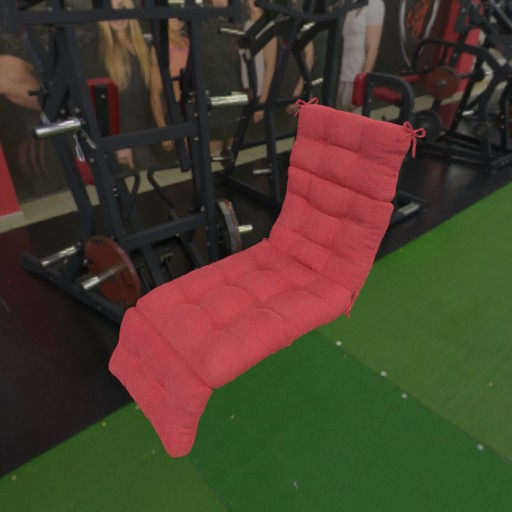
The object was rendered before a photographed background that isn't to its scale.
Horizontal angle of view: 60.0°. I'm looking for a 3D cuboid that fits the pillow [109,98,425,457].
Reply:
[{"bbox_3d":[0.000,0.000,1.525,1.016,0.863,0.526,-23,38,-32],"label":"pillow"}]
